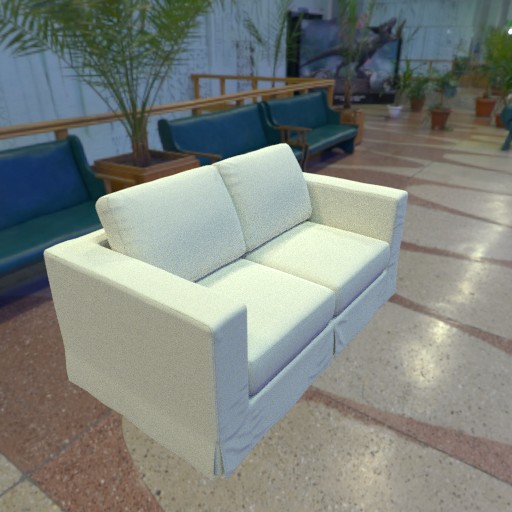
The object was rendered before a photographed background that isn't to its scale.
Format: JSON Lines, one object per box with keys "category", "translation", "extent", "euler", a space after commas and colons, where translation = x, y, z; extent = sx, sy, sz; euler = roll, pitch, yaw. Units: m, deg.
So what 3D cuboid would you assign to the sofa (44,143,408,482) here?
{"category": "sofa", "translation": [0.000, 0.000, 2.384], "extent": [1.009, 0.932, 1.813], "euler": [18, 31, 32]}
